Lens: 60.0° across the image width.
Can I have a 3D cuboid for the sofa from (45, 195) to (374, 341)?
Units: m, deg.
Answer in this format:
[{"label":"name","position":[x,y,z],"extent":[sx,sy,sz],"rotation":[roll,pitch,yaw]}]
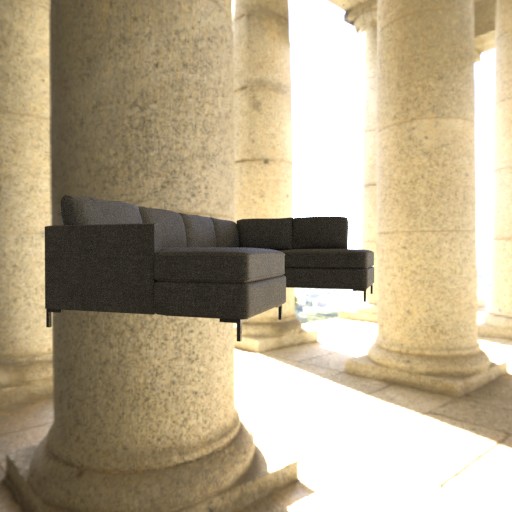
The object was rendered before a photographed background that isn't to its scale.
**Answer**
[{"label":"sofa","position":[0.000,0.000,4.417],"extent":[2.048,0.999,3.423],"rotation":[0,1,19]}]
